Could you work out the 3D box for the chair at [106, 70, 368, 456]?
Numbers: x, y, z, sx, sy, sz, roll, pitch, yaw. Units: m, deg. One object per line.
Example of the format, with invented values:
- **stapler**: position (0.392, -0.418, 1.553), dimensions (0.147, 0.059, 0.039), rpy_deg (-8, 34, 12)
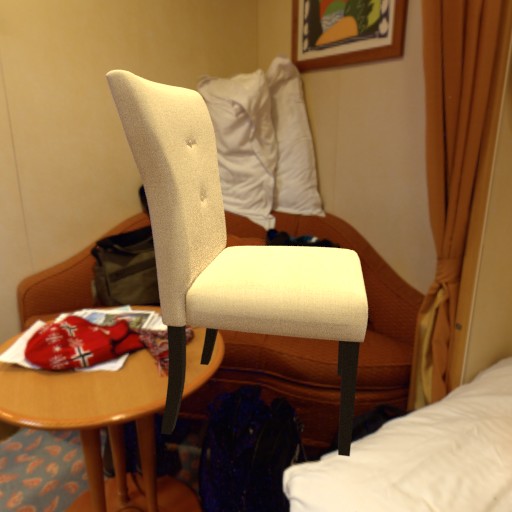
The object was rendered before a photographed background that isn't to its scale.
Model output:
- **chair**: position (0.000, 0.000, 1.238), dimensions (0.597, 0.921, 0.509), rpy_deg (3, 16, 9)
